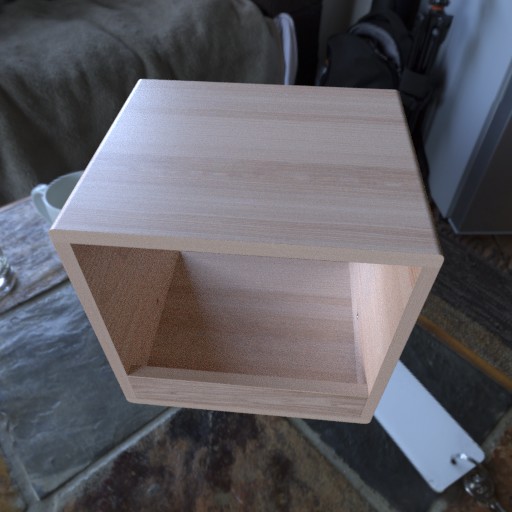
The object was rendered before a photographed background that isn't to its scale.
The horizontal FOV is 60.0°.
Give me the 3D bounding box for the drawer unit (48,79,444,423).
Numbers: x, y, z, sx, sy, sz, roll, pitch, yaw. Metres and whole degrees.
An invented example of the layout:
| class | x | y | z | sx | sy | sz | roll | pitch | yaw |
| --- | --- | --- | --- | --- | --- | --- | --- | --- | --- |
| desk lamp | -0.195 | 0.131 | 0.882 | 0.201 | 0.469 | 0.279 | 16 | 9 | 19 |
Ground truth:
| class | x | y | z | sx | sy | sz | roll | pitch | yaw |
| --- | --- | --- | --- | --- | --- | --- | --- | --- | --- |
| drawer unit | 0.000 | 0.000 | 0.602 | 0.344 | 0.344 | 0.290 | 4 | 47 | 4 |
